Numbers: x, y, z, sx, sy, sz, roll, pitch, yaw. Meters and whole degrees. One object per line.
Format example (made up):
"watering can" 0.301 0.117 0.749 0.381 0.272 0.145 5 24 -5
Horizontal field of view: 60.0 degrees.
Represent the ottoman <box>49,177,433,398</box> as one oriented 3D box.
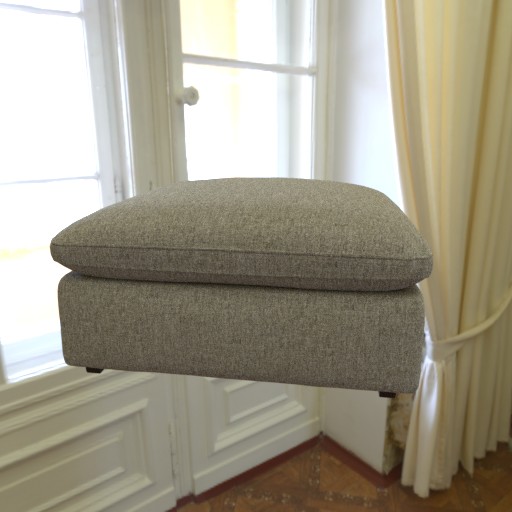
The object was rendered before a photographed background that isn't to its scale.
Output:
"ottoman" 0.000 0.000 1.636 1.039 0.526 1.035 2 16 8
